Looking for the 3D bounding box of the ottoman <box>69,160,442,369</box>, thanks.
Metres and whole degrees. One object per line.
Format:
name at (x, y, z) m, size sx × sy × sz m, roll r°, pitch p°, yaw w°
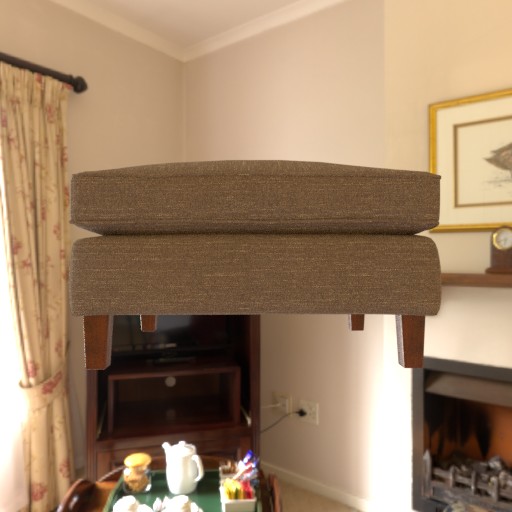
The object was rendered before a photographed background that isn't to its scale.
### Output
ottoman at (0.000, 0.000, 1.014) m, size 0.686 × 0.406 × 0.508 m, roll 0°, pitch 0°, yaw -1°
